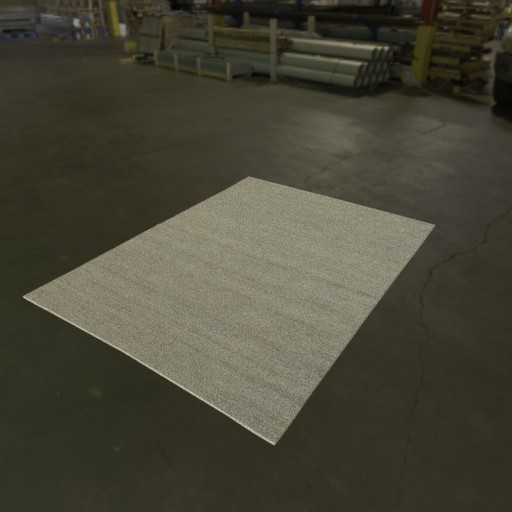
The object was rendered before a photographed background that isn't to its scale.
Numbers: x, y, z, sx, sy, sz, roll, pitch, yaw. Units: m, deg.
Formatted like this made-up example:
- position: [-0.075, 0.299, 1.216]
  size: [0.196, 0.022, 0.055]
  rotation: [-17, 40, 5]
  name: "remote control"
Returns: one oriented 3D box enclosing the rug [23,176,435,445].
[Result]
- position: [0.000, 0.000, 4.710]
  size: [2.757, 0.051, 3.626]
  rotation: [20, 37, 29]
  name: "rug"
